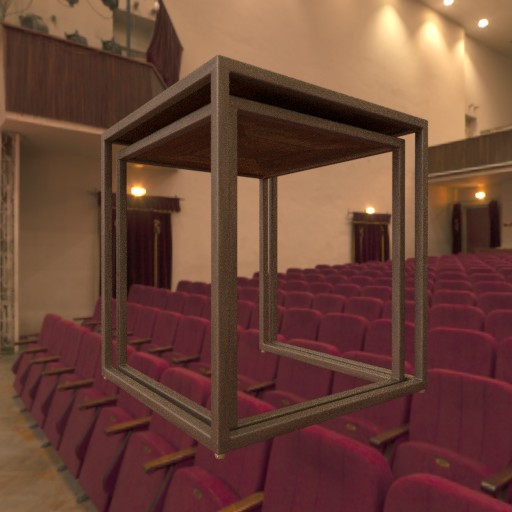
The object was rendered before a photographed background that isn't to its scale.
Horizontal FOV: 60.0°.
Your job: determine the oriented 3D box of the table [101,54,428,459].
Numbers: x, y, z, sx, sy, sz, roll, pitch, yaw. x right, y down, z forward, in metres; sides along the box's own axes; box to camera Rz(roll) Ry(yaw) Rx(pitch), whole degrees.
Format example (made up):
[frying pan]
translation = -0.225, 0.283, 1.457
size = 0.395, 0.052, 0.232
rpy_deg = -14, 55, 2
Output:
[table]
translation = 0.000, 0.000, 0.854
size = 0.450, 0.500, 0.449
rpy_deg = 0, 0, -37
